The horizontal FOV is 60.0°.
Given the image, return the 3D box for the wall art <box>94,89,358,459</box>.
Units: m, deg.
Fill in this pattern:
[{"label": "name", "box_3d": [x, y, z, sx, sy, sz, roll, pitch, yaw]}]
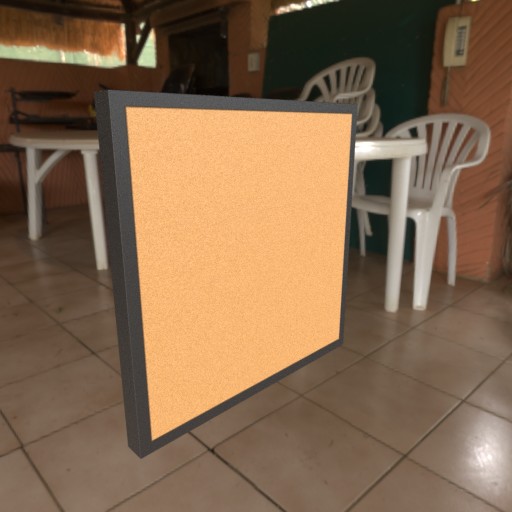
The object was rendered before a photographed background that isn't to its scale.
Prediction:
[{"label": "wall art", "box_3d": [0.000, 0.000, 0.757, 0.506, 0.506, 0.037, -15, 22, -42]}]
